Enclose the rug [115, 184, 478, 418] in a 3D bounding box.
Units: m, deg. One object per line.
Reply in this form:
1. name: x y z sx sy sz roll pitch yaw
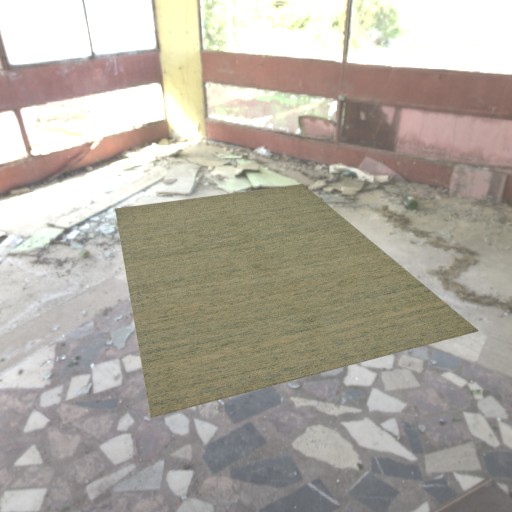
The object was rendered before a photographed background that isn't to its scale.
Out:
1. rug: 0.000 0.000 4.294 2.437 0.014 3.201 -10 32 -16
